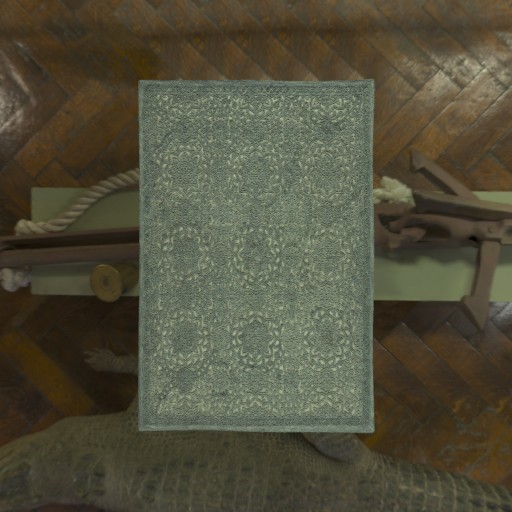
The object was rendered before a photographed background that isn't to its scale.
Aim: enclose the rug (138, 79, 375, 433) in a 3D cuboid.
[{"bbox_3d":[0.000,0.000,2.297,1.224,0.016,1.830,0,90,1],"label":"rug"}]
